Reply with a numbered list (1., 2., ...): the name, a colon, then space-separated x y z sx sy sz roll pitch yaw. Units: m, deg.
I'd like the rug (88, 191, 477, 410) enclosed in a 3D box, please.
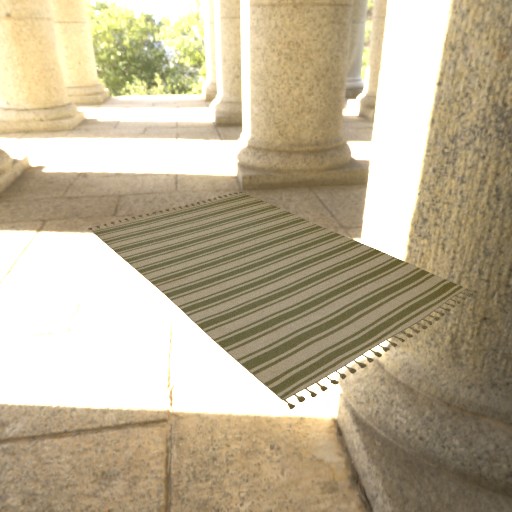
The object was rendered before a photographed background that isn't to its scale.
1. rug: 0.000 0.000 2.370 1.162 0.013 1.875 -19 32 -33
